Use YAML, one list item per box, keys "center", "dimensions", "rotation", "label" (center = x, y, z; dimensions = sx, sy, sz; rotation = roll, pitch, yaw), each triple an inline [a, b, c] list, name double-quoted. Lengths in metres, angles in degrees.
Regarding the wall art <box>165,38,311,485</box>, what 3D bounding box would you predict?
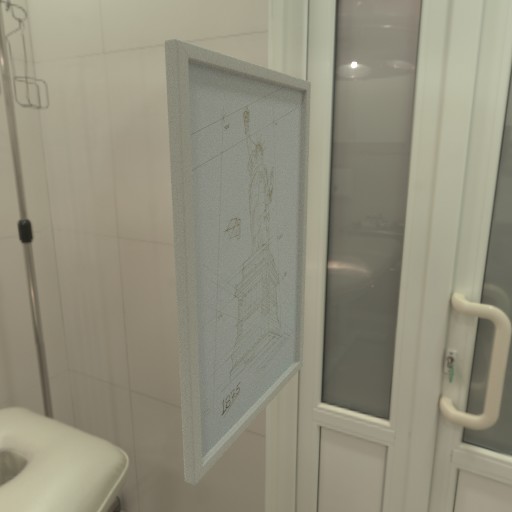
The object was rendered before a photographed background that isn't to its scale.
- center: [0.000, 0.000, 1.483]
  dimensions: [0.038, 1.183, 0.808]
  rotation: [8, 16, 27]
  label: "wall art"
